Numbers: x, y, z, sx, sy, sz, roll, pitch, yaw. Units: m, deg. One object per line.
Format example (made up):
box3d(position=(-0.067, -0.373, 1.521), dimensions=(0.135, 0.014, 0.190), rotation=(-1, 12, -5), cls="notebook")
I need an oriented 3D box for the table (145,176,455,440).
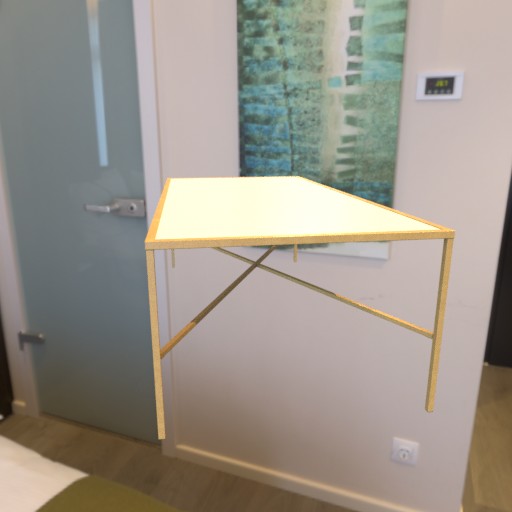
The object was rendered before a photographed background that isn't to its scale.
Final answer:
box3d(position=(0.000, 0.000, 1.431), dimensions=(0.580, 0.398, 1.206), rotation=(-2, 15, -9), cls="table")
